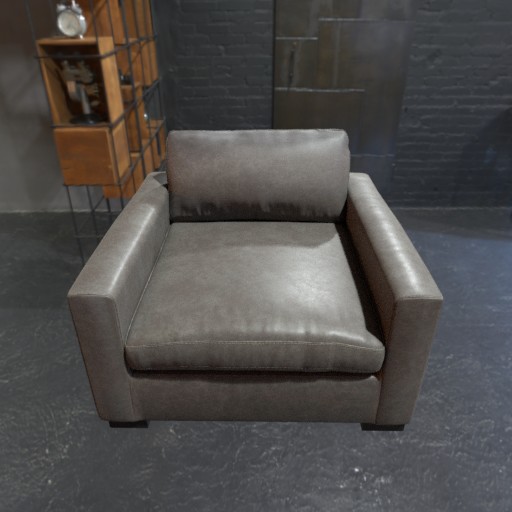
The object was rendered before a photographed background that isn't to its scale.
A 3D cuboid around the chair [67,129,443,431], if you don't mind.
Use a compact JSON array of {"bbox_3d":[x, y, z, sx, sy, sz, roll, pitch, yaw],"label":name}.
[{"bbox_3d":[0.000,0.000,1.757,1.106,0.807,1.080,0,30,1],"label":"chair"}]
